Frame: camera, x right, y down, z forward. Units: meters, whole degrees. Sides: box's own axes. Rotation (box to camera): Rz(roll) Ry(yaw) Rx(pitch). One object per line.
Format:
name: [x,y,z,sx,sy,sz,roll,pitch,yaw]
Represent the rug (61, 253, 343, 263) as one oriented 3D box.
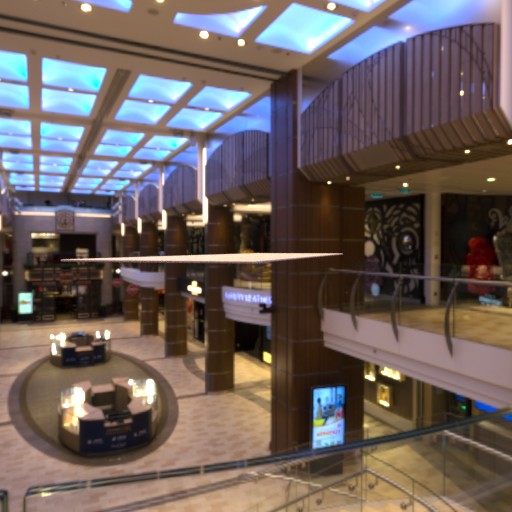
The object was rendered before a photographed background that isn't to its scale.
rug: [0.000,0.000,2.714,0.762,0.008,2.439,0,1,18]
